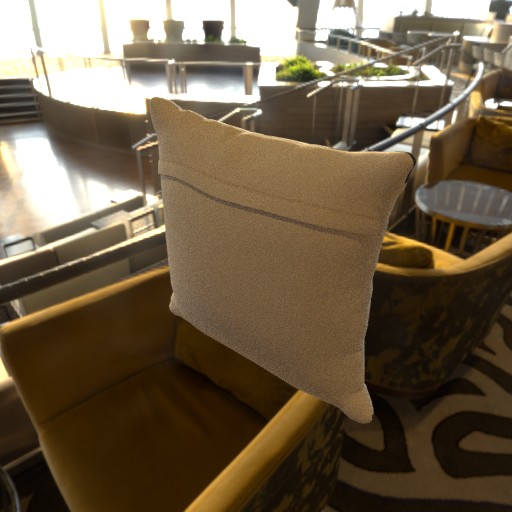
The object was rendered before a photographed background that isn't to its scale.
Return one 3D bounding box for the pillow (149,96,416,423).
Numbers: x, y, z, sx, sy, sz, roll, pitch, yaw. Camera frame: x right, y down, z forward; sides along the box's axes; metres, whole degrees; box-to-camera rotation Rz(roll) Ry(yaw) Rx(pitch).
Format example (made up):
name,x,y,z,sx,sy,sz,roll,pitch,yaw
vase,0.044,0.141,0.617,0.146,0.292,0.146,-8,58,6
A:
name,x,y,z,sx,sy,sz,roll,pitch,yaw
pillow,0.000,0.000,0.817,0.536,0.506,0.229,22,37,33
